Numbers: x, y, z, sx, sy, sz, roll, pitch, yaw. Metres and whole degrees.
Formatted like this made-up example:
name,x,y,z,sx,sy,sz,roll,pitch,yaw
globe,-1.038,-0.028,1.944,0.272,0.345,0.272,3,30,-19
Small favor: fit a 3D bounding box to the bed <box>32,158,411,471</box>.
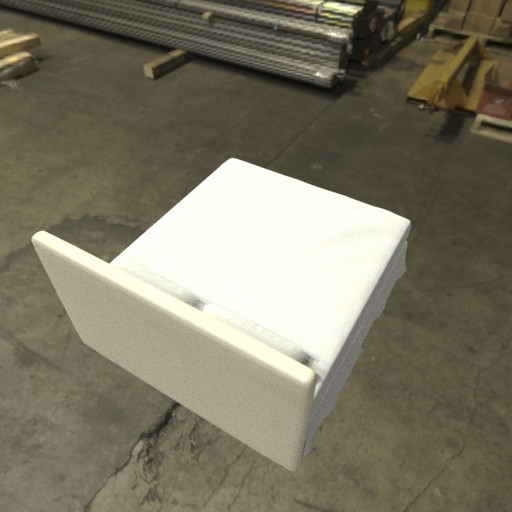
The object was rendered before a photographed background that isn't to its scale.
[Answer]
name,x,y,z,sx,sy,sz,roll,pitch,yaw
bed,0.000,0.000,3.651,2.119,1.317,2.341,24,51,21
